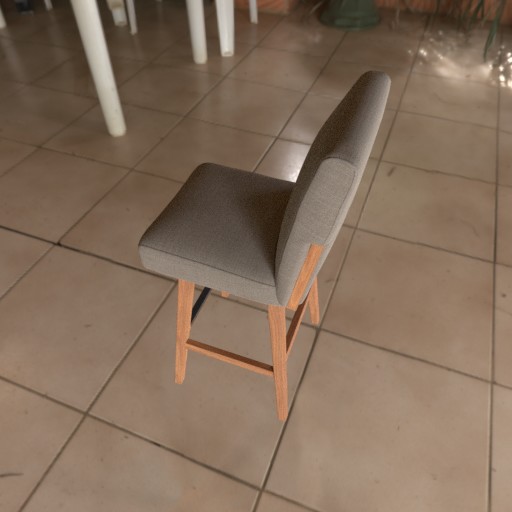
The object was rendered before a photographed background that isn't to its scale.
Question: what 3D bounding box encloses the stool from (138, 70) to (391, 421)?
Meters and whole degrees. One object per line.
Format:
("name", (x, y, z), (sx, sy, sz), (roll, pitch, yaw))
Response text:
("stool", (0.000, 0.000, 1.404), (0.570, 1.112, 0.483), (15, 48, 14))
